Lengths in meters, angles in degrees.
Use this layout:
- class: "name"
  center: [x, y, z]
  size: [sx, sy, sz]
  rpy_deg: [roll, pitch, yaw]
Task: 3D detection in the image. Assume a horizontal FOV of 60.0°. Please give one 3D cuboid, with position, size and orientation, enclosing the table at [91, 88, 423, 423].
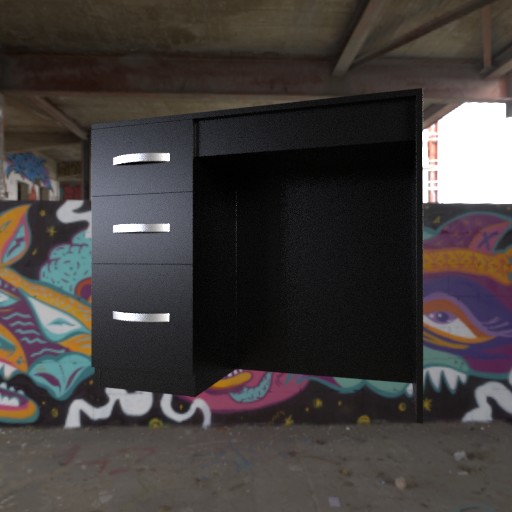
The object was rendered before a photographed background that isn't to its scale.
- class: "table"
  center: [0.000, 0.000, 1.340]
  size: [0.930, 0.790, 0.380]
  rpy_deg: [0, 0, 18]
